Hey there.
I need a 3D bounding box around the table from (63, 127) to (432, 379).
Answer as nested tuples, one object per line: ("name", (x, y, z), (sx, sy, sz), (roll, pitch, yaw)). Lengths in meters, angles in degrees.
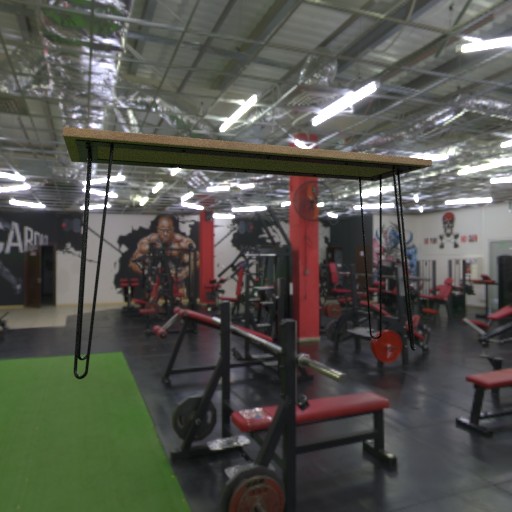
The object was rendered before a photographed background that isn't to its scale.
("table", (0.000, 0.000, 1.785), (1.400, 0.799, 0.399), (0, 0, -19))
